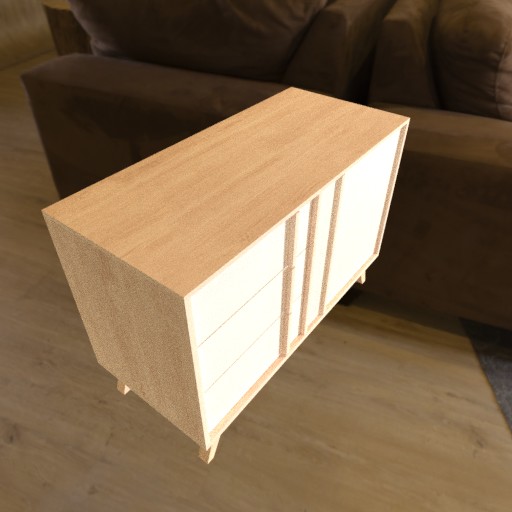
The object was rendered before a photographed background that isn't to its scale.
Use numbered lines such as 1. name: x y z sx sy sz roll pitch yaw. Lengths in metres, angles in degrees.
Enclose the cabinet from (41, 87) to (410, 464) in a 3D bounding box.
1. cabinet: 0.000 0.000 1.579 0.500 0.780 1.110 27 47 28
